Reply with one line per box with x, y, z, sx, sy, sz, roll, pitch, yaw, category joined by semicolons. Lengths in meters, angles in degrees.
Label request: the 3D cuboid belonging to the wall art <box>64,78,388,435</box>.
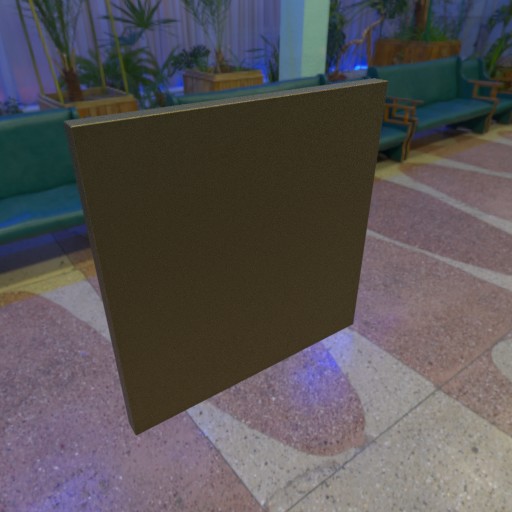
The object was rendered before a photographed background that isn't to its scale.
0.000;0.000;0.736;0.503;0.506;0.031;-20;36;-29;wall art
